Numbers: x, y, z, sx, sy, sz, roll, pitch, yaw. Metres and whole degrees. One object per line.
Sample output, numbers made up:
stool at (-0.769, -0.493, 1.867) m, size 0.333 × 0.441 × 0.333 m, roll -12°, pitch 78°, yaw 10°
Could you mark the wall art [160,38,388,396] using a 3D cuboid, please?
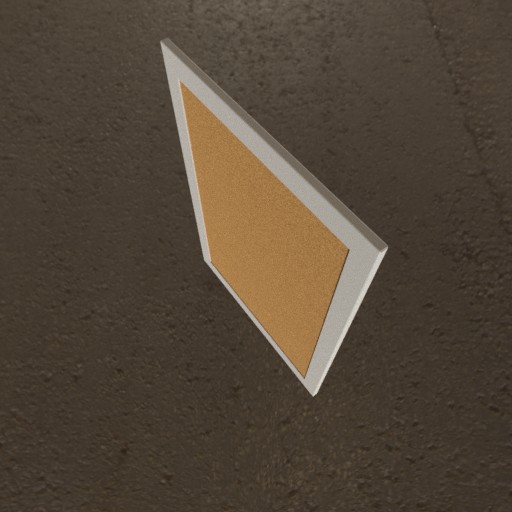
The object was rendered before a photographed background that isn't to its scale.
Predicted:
wall art at (0.000, 0.000, 0.690) m, size 0.012 × 0.529 × 0.374 m, roll -33°, pitch 65°, yaw -18°
